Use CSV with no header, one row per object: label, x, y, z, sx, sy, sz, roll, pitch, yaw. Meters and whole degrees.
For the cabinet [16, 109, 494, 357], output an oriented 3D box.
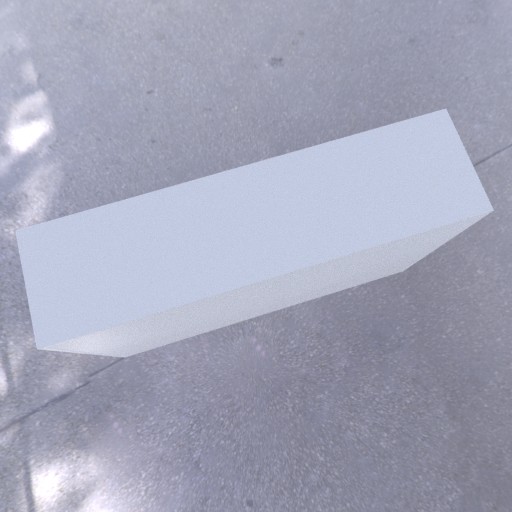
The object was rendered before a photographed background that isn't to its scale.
cabinet,0.000,0.000,1.823,1.450,0.900,0.380,-17,76,-4
